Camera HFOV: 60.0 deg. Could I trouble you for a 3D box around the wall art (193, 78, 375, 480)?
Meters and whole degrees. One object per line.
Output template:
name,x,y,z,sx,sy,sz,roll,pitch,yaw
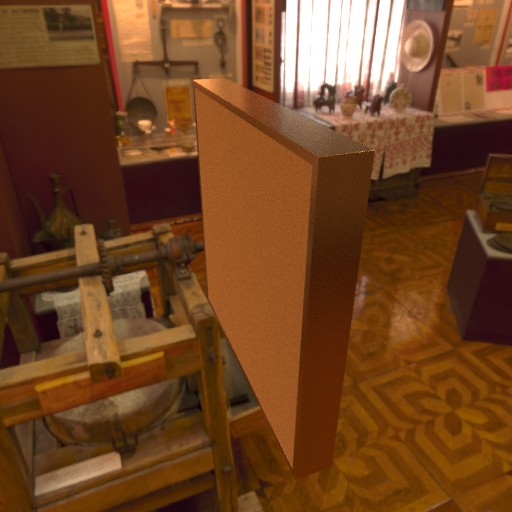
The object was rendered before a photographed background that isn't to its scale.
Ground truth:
wall art,0.000,0.000,0.461,0.038,0.304,0.304,-11,32,-18
